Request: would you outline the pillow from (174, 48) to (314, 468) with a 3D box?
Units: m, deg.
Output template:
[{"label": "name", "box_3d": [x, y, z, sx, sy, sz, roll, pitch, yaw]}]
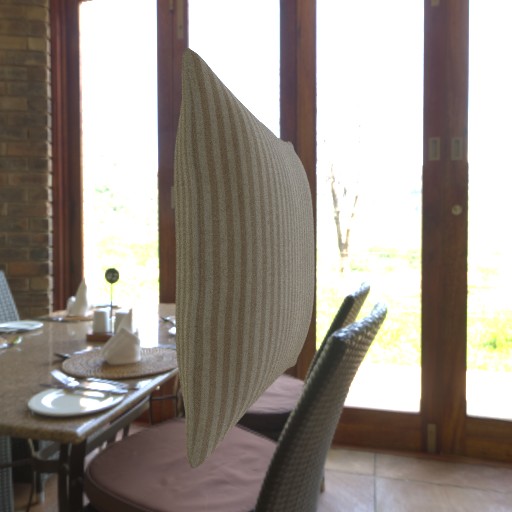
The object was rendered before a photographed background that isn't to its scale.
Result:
[{"label": "pillow", "box_3d": [0.000, 0.000, 0.772, 0.166, 0.510, 0.523, 0, 1, 18]}]
